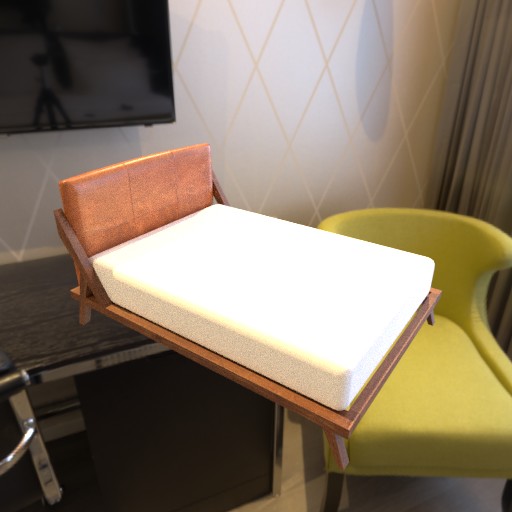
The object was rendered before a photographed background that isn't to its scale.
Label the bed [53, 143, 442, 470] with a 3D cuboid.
[{"bbox_3d":[0.000,0.000,3.258,2.311,1.168,1.651,18,31,31],"label":"bed"}]
